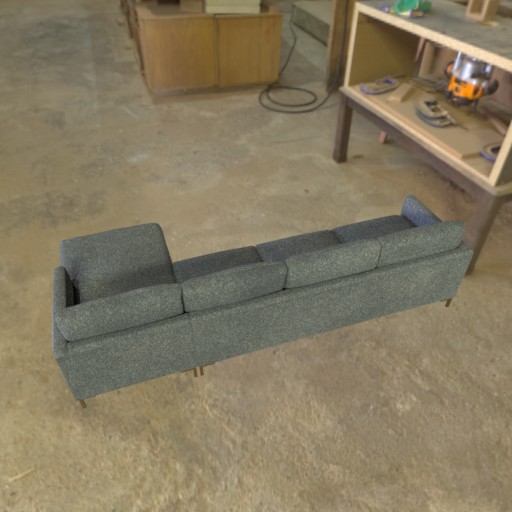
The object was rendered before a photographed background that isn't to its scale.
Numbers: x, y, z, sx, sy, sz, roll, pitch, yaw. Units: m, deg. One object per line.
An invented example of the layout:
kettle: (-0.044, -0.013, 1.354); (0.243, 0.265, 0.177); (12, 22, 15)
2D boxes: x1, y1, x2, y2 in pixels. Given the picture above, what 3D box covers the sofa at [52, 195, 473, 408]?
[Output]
sofa: (0.000, 0.000, 3.453); (2.932, 0.810, 1.350); (-12, 43, -14)
